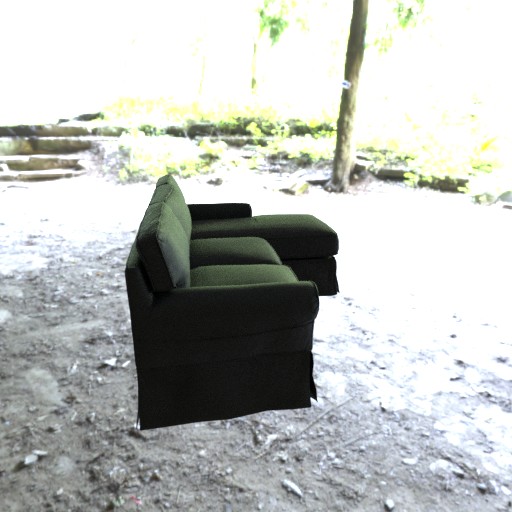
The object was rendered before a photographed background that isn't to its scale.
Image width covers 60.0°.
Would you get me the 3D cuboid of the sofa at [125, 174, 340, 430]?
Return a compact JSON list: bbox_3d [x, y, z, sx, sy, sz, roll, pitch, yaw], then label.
[{"bbox_3d":[0.000,0.000,3.366,1.637,1.039,2.518,-3,17,-9],"label":"sofa"}]
